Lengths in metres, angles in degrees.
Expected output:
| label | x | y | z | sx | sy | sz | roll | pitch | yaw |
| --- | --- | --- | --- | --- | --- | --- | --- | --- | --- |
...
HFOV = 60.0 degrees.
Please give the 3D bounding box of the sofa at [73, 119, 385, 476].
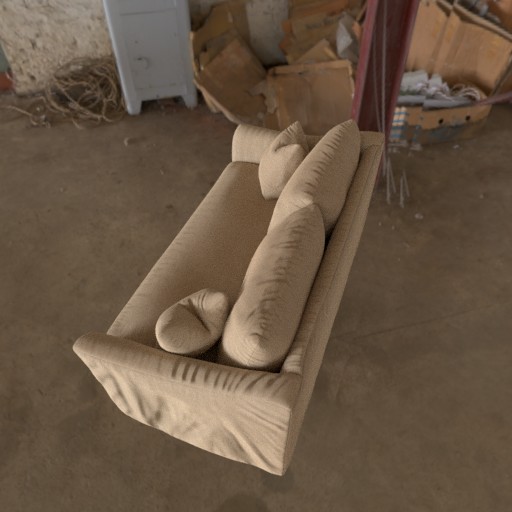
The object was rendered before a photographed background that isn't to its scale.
| label | x | y | z | sx | sy | sz | roll | pitch | yaw |
| --- | --- | --- | --- | --- | --- | --- | --- | --- | --- |
| sofa | 0.000 | 0.000 | 2.630 | 1.072 | 1.018 | 2.010 | 16 | 49 | 14 |
